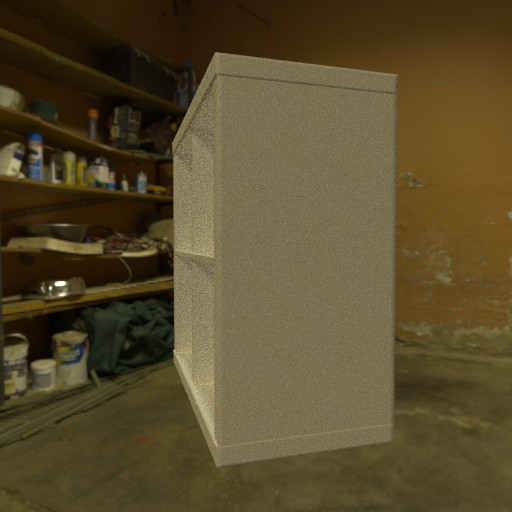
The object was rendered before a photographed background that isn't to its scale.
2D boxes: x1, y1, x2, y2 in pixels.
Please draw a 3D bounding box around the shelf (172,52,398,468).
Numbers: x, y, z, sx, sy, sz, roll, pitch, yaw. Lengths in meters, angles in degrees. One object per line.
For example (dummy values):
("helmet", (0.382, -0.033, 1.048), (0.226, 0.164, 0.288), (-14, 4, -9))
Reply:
("shelf", (0.000, 0.000, 1.271), (0.390, 0.786, 0.790), (-1, 2, -16))
